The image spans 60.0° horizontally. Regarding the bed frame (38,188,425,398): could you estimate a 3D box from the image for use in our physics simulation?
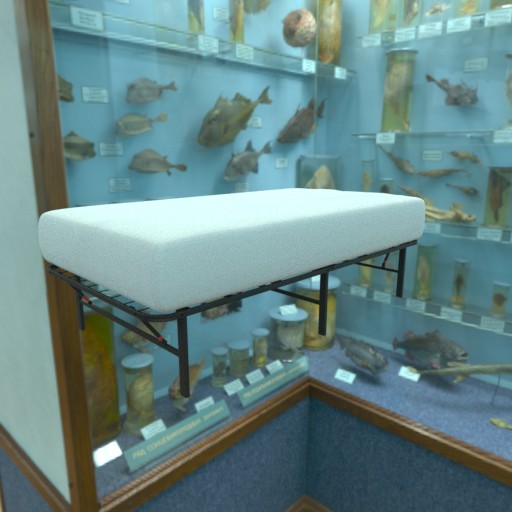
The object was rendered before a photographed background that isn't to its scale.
[{"bbox_3d":[0.000,0.000,2.420,1.908,0.640,1.025,-13,19,-43],"label":"bed frame"}]
